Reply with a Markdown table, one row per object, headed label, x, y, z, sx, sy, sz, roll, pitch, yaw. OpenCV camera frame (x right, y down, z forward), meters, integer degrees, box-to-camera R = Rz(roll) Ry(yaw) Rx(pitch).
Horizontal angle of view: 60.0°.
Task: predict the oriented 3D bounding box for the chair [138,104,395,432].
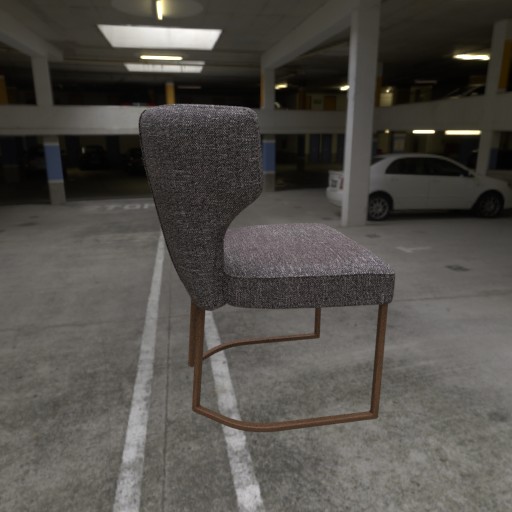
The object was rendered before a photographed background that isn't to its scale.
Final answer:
| label | x | y | z | sx | sy | sz | roll | pitch | yaw |
| --- | --- | --- | --- | --- | --- | --- | --- | --- | --- |
| chair | 0.000 | 0.000 | 1.301 | 0.617 | 0.824 | 0.611 | -3 | 16 | -10 |
